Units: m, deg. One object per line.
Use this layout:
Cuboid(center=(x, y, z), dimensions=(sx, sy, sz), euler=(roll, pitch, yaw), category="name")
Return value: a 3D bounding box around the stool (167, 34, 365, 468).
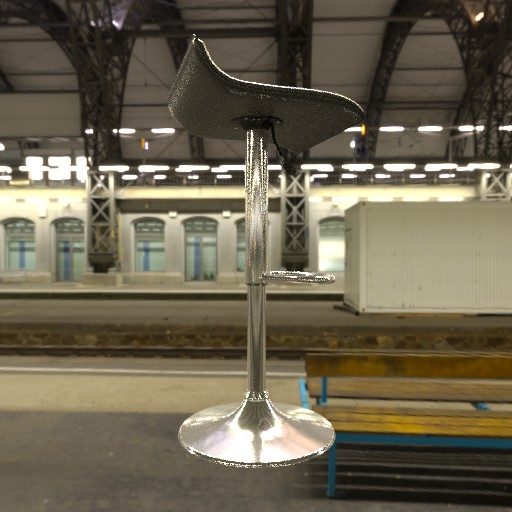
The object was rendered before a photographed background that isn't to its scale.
Cuboid(center=(0.000, 0.000, 1.080), dimensions=(0.381, 0.851, 0.381), euler=(0, 0, -19), category="stool")
